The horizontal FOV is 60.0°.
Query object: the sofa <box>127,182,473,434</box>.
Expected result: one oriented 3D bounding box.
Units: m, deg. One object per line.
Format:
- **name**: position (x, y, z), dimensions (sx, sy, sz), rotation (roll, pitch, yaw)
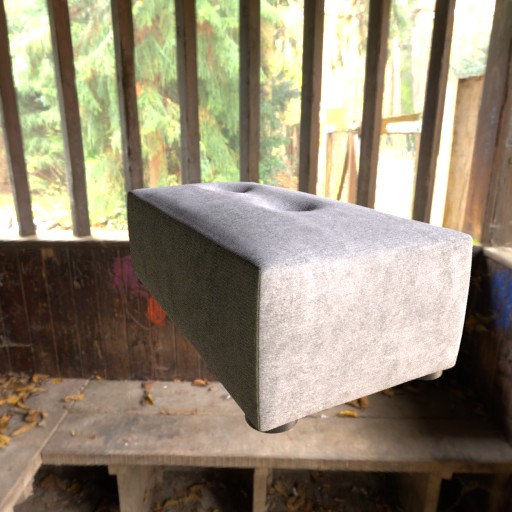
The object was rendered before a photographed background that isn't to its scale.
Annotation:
- **sofa**: position (0.000, 0.000, 1.157), dimensions (0.480, 0.330, 0.930), rotation (-8, 18, -26)
